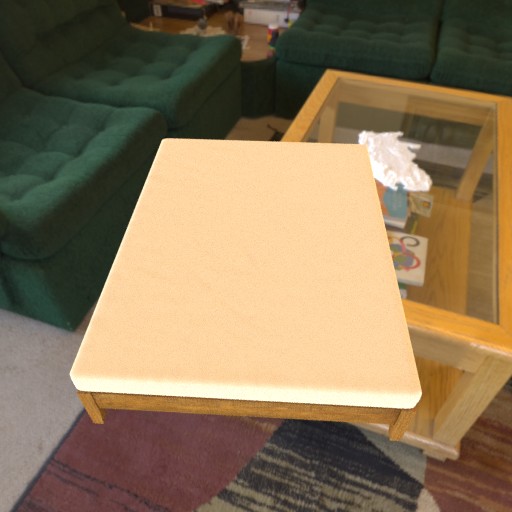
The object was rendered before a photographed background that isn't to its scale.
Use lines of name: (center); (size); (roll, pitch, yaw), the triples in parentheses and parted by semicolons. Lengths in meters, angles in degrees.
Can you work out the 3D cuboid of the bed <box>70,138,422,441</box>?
bed: (0.000, 0.000, 2.736); (1.536, 0.431, 2.016); (2, 45, 2)
